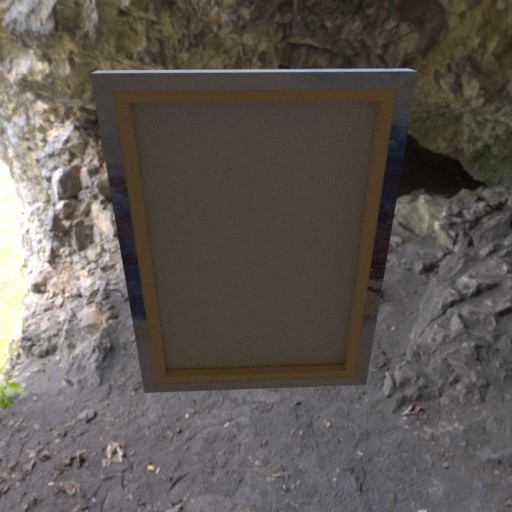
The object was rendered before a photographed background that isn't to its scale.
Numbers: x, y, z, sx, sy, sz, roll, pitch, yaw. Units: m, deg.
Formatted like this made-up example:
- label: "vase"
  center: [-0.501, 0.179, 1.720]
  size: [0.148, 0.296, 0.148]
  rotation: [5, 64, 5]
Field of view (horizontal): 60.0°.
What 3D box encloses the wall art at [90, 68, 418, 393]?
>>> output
- label: "wall art"
  center: [0.000, 0.000, 0.748]
  size: [0.437, 0.581, 0.036]
  rotation: [-1, 29, -2]
